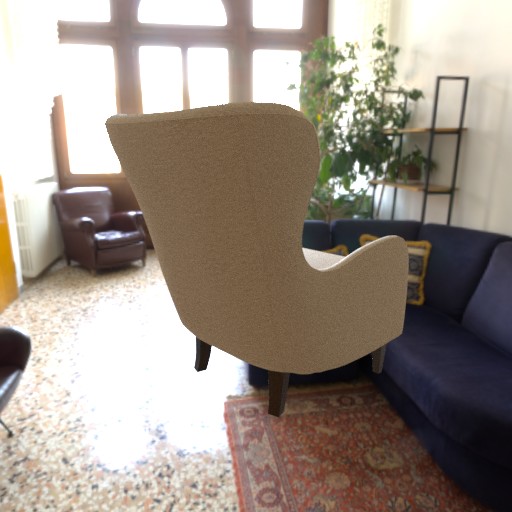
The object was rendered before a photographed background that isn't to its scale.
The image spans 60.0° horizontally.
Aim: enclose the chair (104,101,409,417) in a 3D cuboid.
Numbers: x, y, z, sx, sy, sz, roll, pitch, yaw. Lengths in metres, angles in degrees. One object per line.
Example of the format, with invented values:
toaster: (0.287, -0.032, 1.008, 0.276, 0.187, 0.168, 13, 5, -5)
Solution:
chair: (0.000, 0.000, 1.739, 0.984, 1.064, 0.861, -13, 19, -43)
